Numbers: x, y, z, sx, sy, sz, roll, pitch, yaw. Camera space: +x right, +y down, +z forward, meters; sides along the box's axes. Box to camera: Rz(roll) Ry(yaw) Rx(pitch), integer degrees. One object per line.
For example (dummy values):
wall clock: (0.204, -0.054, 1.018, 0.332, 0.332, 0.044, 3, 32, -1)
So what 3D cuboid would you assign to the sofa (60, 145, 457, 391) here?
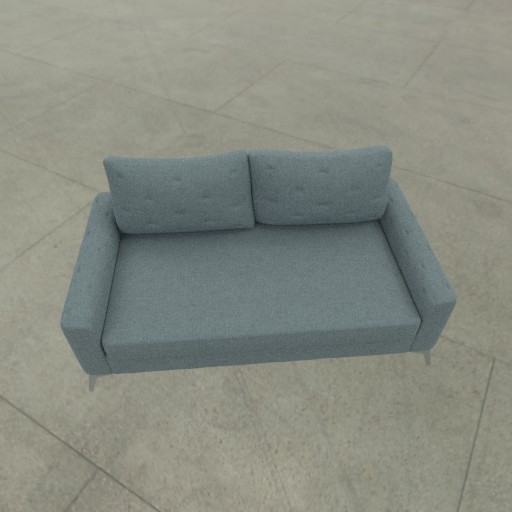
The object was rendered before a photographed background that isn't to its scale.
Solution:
sofa: (0.000, 0.000, 2.139, 1.650, 0.790, 0.920, -3, 45, -3)
